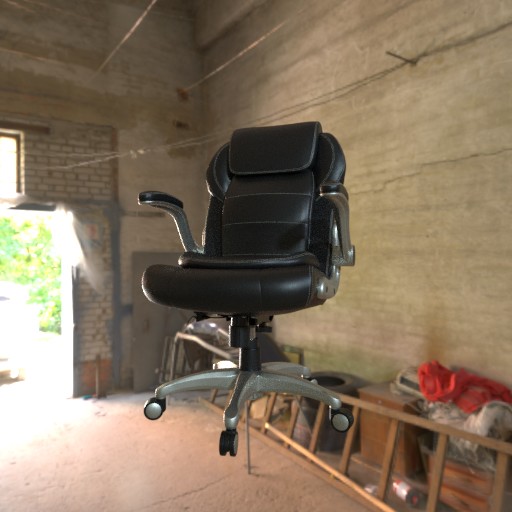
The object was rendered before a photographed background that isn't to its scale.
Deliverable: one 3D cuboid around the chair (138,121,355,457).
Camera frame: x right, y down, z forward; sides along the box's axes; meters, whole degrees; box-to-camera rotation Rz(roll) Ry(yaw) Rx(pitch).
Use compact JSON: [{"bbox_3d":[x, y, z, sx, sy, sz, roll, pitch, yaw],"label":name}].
[{"bbox_3d":[0.000,0.000,1.629,0.724,1.141,0.801,0,0,19],"label":"chair"}]
